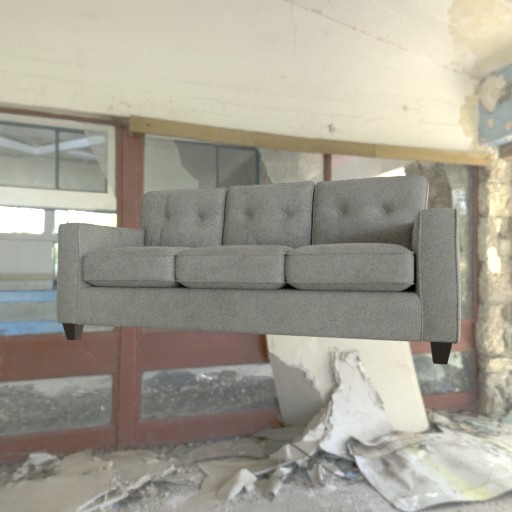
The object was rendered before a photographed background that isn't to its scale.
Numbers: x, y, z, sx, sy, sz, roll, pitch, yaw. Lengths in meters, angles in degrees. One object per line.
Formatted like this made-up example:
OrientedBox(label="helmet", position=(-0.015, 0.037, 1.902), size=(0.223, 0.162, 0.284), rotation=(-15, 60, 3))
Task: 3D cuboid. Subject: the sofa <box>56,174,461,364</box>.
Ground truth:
OrientedBox(label="sofa", position=(0.000, 0.000, 2.619), size=(2.133, 0.965, 0.939), rotation=(0, -1, 19))
